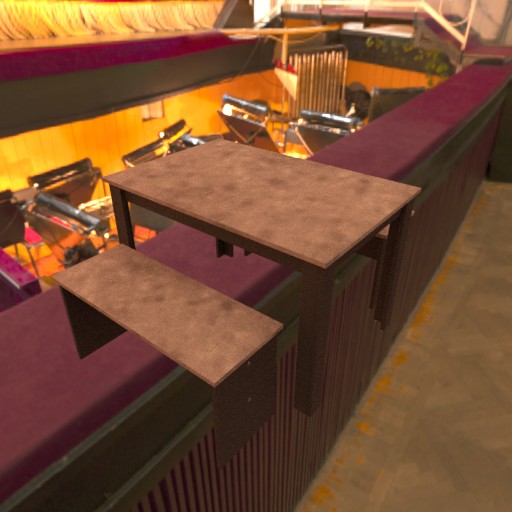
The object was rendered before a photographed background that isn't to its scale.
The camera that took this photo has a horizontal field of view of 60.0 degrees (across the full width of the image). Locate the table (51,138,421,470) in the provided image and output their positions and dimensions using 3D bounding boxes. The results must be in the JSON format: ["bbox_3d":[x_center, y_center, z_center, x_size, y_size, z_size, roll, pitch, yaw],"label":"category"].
[{"bbox_3d":[0.000,0.000,1.997,1.100,0.700,1.443,23,38,33],"label":"table"}]
